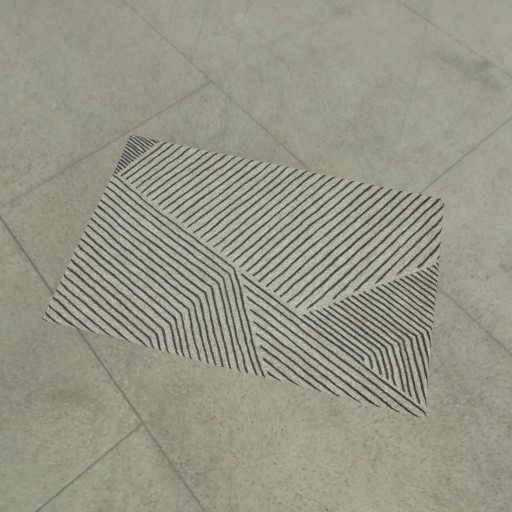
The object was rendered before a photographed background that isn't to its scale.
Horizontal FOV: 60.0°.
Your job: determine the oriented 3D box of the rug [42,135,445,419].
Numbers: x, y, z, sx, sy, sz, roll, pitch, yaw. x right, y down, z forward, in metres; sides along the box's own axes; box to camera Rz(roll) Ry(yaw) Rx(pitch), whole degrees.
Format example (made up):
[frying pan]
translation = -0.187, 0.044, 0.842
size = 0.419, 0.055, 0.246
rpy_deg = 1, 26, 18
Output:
[rug]
translation = 0.000, 0.000, 2.992
size = 2.406, 0.023, 1.539
rpy_deg = 13, 65, 6
